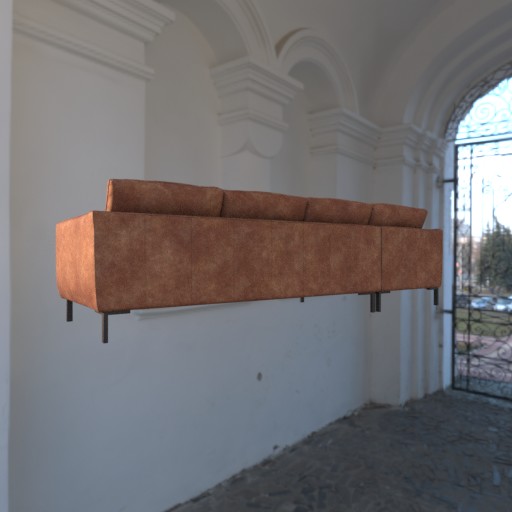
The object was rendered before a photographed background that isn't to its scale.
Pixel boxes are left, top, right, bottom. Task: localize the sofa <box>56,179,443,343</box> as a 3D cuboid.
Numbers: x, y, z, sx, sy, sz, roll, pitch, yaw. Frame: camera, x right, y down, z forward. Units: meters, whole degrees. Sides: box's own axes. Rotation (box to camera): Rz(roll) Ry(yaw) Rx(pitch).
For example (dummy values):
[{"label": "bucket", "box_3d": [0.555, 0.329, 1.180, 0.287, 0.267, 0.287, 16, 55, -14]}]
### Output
[{"label": "sofa", "box_3d": [0.000, 0.000, 3.605, 2.993, 0.859, 1.471, 0, 0, -35]}]
